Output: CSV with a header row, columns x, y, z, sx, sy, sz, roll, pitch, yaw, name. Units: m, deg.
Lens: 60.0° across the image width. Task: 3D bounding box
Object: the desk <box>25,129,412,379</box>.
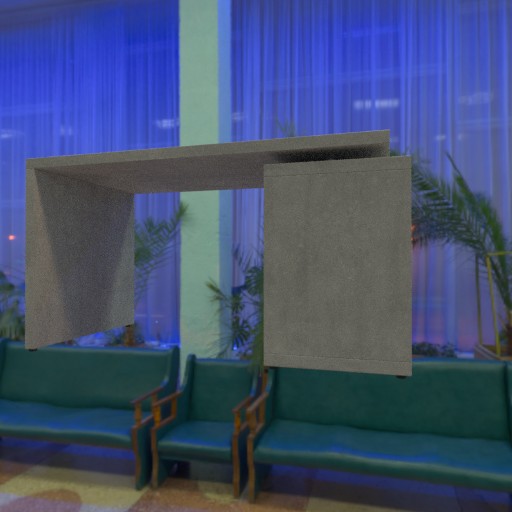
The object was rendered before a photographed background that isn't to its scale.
x,y,z,sx,sy,sz,roll,pitch,yaw,name
0.000,0.000,2.219,1.400,0.740,1.500,0,0,17,desk
